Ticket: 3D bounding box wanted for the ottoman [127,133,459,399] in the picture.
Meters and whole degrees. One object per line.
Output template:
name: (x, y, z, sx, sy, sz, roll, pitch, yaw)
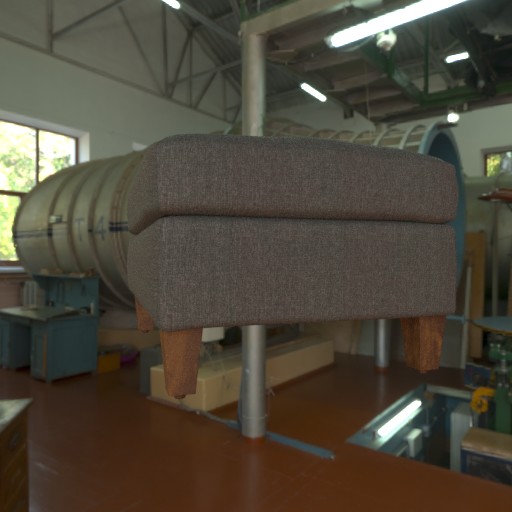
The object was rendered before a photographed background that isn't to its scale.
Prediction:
ottoman: (0.000, 0.000, 1.188, 0.639, 0.496, 0.826, 0, 0, -19)
